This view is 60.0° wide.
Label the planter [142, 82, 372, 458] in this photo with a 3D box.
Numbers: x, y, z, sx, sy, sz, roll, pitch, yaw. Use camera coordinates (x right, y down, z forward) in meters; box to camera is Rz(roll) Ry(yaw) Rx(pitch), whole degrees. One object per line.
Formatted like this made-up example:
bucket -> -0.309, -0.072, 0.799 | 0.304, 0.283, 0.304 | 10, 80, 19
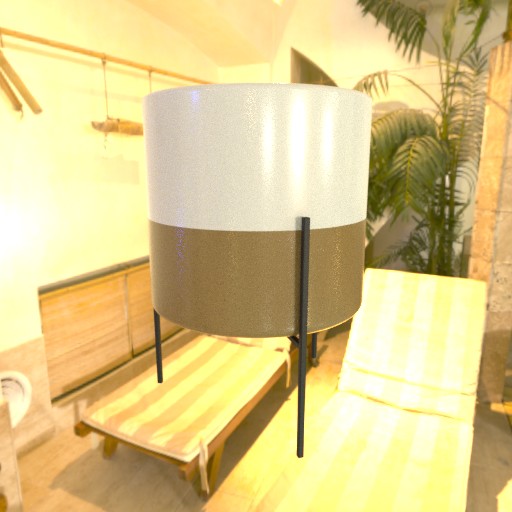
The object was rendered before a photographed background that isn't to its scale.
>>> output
planter -> 0.000, 0.000, 0.645 | 0.310, 0.432, 0.310 | 6, 14, 25
